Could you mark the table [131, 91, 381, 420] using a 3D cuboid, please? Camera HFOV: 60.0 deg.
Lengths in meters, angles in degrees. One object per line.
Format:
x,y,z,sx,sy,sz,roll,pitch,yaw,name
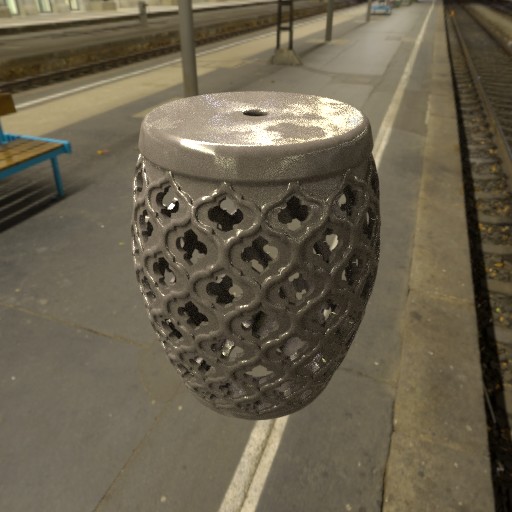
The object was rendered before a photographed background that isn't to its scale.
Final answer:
0.000,0.000,0.613,0.325,0.388,0.325,0,32,0,table
